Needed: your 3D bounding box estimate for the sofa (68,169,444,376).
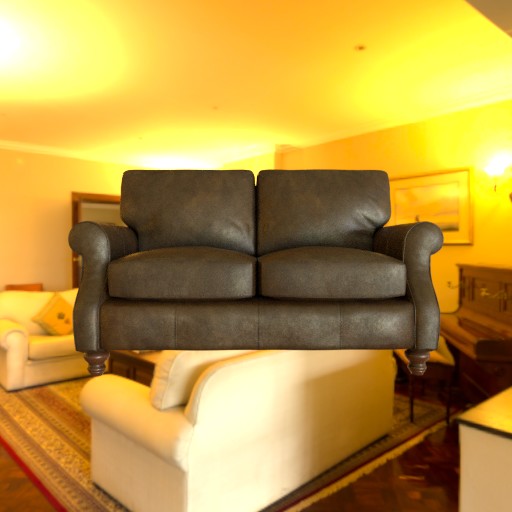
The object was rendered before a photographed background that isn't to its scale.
[{"bbox_3d":[0.000,0.000,2.218,1.616,0.976,0.990,0,1,-1],"label":"sofa"}]
